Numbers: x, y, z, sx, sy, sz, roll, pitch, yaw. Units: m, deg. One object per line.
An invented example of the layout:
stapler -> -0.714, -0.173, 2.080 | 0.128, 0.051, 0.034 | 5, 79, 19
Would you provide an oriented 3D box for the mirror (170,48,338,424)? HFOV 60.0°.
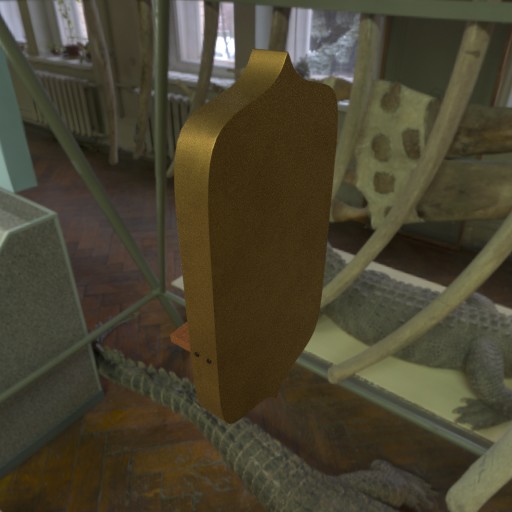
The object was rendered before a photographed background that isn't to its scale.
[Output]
mirror -> 0.000, 0.000, 0.719 | 0.096, 0.613, 0.323 | 21, 37, 30
